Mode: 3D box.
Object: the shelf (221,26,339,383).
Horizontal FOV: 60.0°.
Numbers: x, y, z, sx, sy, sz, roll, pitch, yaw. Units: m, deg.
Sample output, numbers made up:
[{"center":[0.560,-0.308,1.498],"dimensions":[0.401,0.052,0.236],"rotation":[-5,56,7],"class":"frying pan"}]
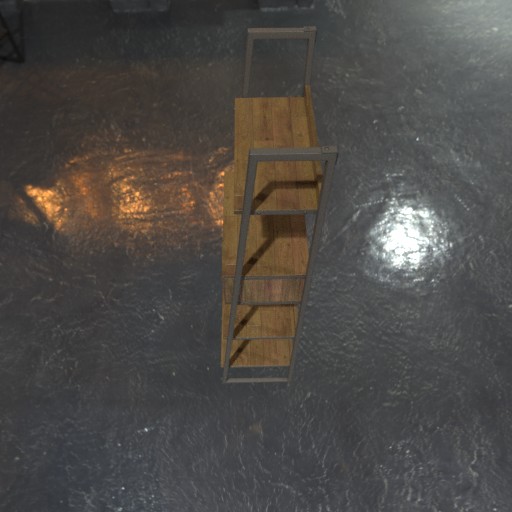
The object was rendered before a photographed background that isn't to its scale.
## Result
[{"center":[0.000,0.000,2.249],"dimensions":[0.454,2.005,0.652],"rotation":[-1,56,-1],"class":"shelf"}]
